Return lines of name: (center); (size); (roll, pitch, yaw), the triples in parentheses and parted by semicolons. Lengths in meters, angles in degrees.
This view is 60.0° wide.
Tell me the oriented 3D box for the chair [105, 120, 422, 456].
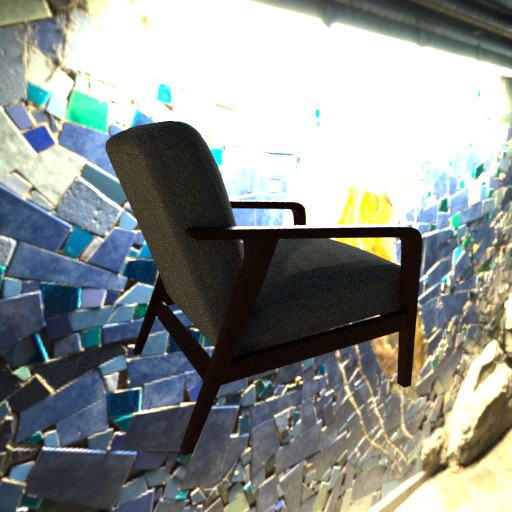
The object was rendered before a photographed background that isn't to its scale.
chair: (0.000, 0.000, 1.496); (0.858, 0.847, 0.704); (-7, 16, -25)
